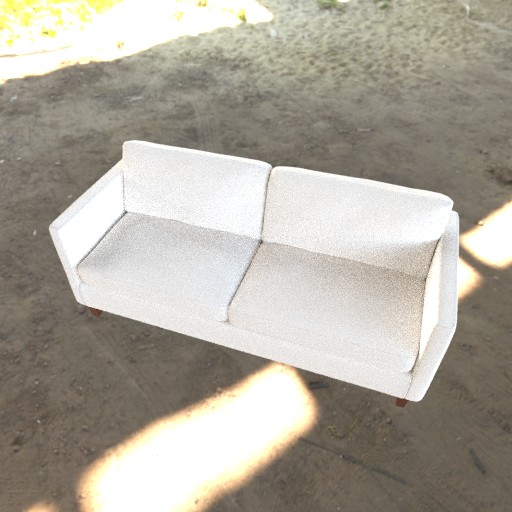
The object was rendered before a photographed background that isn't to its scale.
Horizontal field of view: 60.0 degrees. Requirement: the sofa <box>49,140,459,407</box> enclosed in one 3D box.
[{"bbox_3d":[0.000,0.000,2.627,2.139,0.933,0.924,13,44,14],"label":"sofa"}]
